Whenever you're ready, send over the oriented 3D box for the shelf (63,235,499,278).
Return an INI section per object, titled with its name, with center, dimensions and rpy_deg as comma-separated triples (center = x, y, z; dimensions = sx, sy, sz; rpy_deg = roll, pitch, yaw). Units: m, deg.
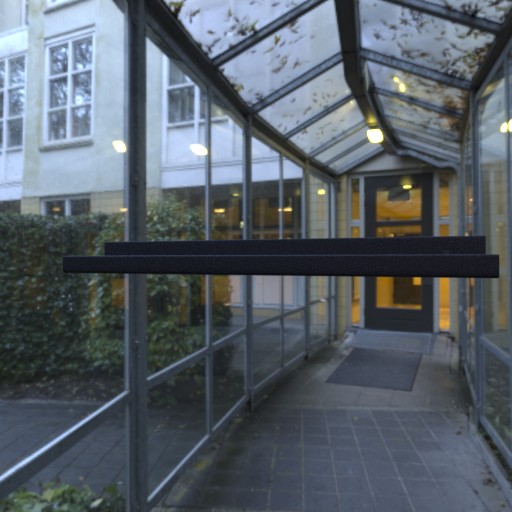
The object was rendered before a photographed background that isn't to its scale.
[shelf]
center = 0.000, 0.000, 0.637
dimensions = 0.605, 0.053, 0.102
rpy_deg = 0, -1, 20
